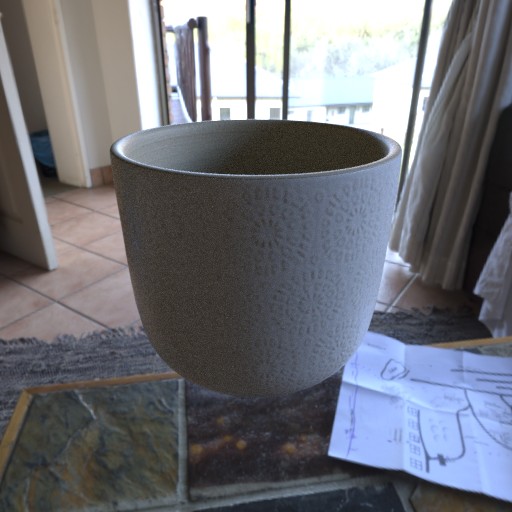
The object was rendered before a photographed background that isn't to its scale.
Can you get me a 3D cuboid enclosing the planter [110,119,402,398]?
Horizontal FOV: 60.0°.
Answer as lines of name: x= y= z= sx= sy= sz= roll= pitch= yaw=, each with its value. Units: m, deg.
planter: x=0.000 y=0.000 z=0.368 sx=0.208 sy=0.190 sz=0.208 roll=0 pitch=25 yaw=0
